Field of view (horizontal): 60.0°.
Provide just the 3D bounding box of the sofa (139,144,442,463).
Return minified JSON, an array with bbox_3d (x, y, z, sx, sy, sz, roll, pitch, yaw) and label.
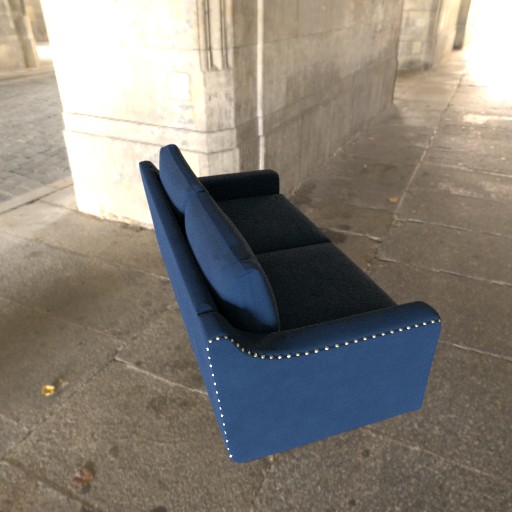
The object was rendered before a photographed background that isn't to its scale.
[{"bbox_3d":[0.000,0.000,2.728,1.104,0.983,2.107,-10,32,-17],"label":"sofa"}]
